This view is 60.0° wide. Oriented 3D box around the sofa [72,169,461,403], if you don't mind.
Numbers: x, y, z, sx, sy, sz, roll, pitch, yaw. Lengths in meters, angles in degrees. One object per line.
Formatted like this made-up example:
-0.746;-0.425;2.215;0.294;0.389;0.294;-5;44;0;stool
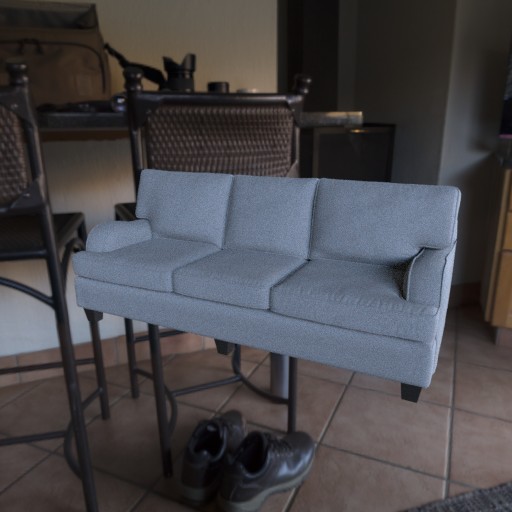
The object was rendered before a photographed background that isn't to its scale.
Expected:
0.000;0.000;2.874;2.323;0.997;1.016;8;17;26;sofa
